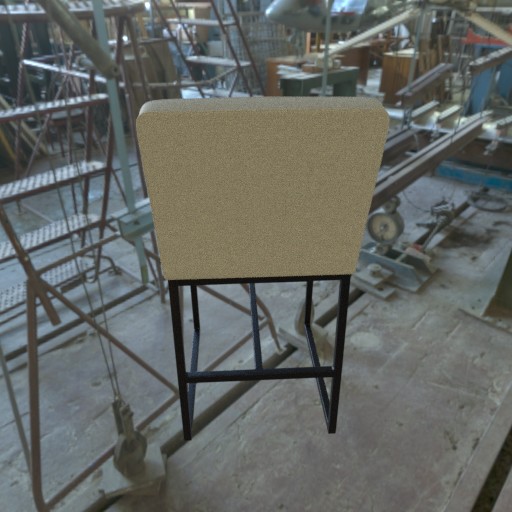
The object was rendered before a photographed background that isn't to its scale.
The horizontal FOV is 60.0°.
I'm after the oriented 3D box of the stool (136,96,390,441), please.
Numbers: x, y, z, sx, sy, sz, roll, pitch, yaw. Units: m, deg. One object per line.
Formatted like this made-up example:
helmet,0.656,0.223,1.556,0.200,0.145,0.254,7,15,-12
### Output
stool,0.000,0.000,1.238,0.460,0.940,0.560,-2,30,-3
